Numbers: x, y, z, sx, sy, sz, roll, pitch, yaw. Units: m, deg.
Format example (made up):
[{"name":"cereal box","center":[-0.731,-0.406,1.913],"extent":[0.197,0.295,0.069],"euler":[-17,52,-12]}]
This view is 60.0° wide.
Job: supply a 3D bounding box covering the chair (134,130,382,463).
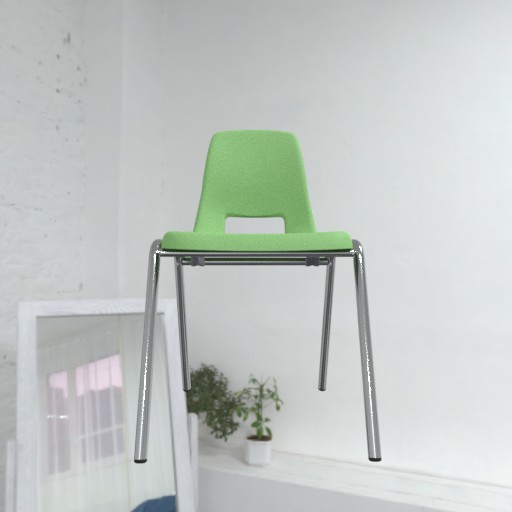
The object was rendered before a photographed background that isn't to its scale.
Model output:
[{"name":"chair","center":[0.000,0.000,0.902],"extent":[0.381,0.653,0.436],"euler":[0,-2,-1]}]
